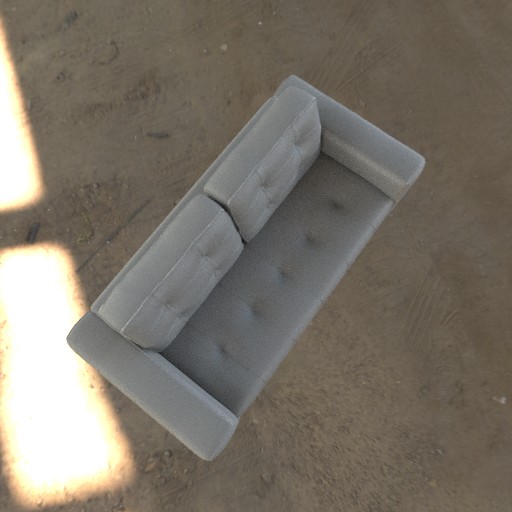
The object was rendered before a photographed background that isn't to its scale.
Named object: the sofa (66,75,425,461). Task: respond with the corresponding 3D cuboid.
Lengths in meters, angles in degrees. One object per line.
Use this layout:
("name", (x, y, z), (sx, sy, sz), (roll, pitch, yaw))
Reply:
("sofa", (0.000, 0.000, 2.204), (0.833, 0.892, 1.726), (36, 78, 9))
